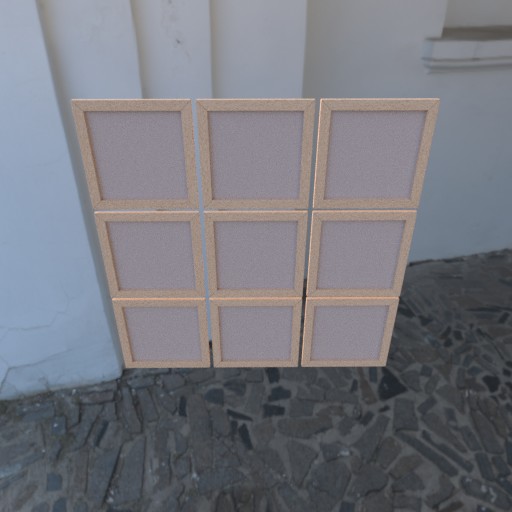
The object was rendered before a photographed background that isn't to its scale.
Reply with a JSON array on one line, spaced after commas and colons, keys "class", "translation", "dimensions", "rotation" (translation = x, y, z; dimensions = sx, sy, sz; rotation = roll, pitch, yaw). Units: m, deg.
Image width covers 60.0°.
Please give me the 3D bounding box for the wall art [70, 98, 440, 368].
[{"class": "wall art", "translation": [0.000, 0.000, 1.775], "dimensions": [1.217, 1.207, 0.016], "rotation": [0, 31, 0]}]
